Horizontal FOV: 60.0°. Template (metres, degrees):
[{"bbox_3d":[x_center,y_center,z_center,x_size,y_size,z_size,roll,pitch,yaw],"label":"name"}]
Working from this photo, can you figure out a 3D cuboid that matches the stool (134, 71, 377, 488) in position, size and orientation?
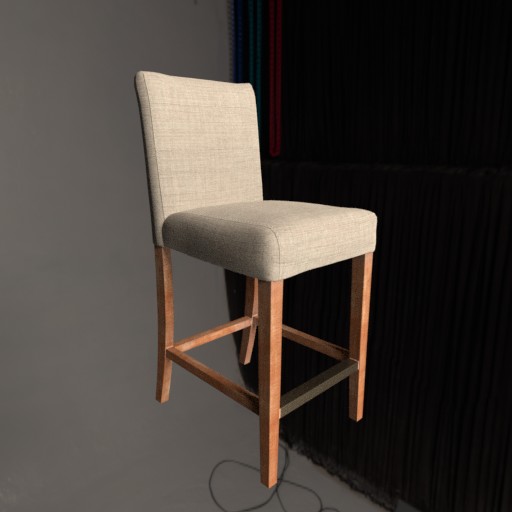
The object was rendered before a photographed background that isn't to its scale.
[{"bbox_3d":[0.000,0.000,1.321,0.454,1.039,0.567,-14,20,-43],"label":"stool"}]
